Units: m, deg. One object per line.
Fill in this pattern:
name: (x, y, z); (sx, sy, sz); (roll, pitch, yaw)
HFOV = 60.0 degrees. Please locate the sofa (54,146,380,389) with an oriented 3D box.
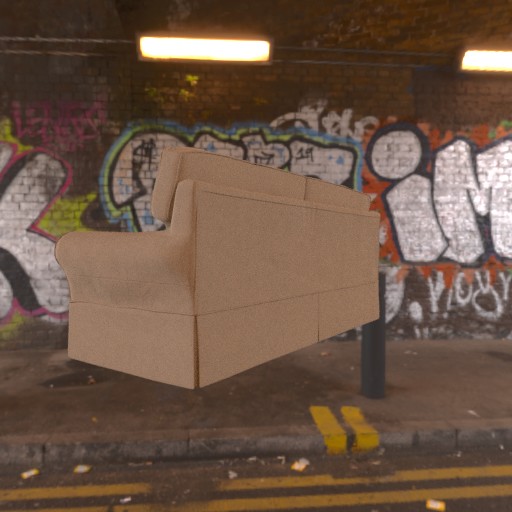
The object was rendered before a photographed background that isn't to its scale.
sofa: (0.000, 0.000, 2.834); (0.900, 1.014, 2.246); (1, 2, 35)
